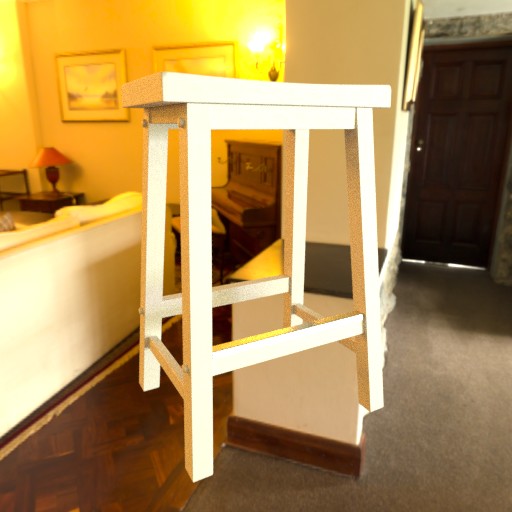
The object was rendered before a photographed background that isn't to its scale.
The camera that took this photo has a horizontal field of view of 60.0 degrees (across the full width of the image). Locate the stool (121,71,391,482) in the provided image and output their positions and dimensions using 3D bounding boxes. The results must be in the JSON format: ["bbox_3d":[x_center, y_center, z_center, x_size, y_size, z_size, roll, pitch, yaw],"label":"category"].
[{"bbox_3d":[0.000,0.000,0.843,0.406,0.610,0.322,-9,18,-28],"label":"stool"}]
